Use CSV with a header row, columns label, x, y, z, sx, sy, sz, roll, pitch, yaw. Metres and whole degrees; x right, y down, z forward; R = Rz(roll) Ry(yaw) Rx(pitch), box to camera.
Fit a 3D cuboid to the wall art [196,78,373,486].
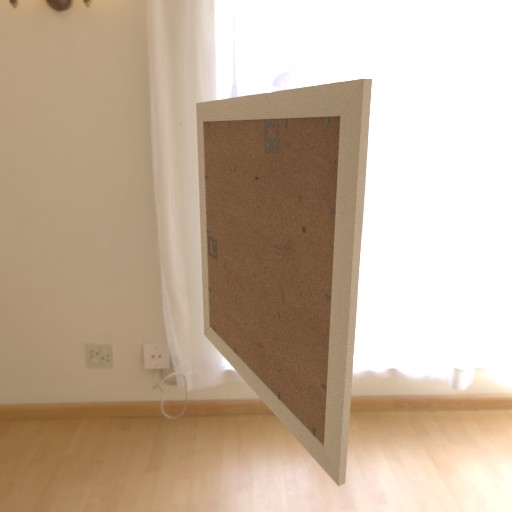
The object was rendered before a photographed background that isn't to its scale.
label,x,y,z,sx,sy,sz,roll,pitch,yaw
wall art,0.000,0.000,0.855,0.013,0.584,0.584,-8,18,-26
